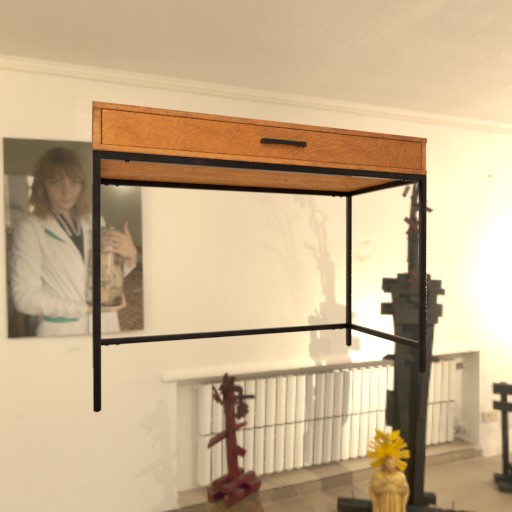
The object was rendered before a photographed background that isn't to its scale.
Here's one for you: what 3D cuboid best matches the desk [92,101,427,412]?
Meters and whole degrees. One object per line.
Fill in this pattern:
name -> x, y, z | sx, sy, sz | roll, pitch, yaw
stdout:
desk -> 0.000, 0.000, 1.467 | 1.016, 0.762, 0.470 | 0, 1, -20
